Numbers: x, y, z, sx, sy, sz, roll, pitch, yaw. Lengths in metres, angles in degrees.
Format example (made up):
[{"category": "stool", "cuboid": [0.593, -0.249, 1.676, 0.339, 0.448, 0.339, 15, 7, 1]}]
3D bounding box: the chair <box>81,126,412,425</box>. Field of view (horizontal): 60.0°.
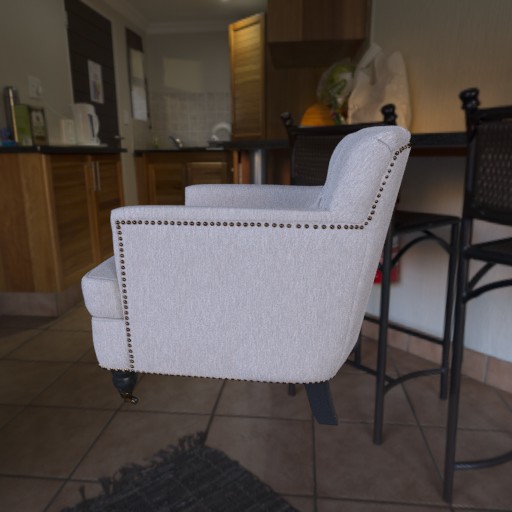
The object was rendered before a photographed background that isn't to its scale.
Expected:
[{"category": "chair", "cuboid": [0.000, 0.000, 1.496, 0.902, 0.823, 0.737, 2, 14, 8]}]
